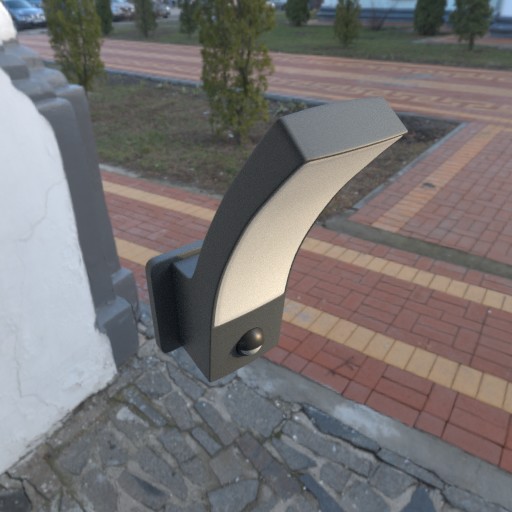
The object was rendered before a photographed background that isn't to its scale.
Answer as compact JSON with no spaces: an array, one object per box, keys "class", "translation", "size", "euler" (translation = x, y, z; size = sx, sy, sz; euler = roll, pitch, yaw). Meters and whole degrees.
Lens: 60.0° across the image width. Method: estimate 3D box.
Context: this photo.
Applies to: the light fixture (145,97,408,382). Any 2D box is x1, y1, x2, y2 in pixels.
[{"class":"light fixture","translation":[0.000,0.000,0.333],"size":[0.108,0.243,0.174],"euler":[-22,37,-33]}]
